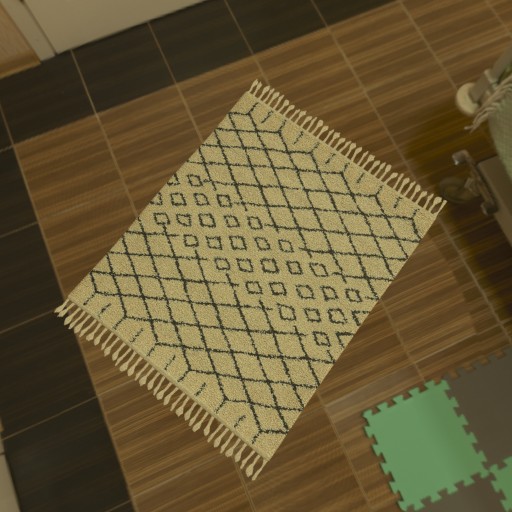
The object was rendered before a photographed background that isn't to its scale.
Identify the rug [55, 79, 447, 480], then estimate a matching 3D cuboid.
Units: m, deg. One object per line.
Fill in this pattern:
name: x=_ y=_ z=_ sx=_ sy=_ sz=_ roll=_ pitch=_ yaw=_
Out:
rug: x=0.000 y=0.000 z=4.300 sx=2.388 sy=0.030 sz=3.213 roll=36 pitch=78 yaw=9
